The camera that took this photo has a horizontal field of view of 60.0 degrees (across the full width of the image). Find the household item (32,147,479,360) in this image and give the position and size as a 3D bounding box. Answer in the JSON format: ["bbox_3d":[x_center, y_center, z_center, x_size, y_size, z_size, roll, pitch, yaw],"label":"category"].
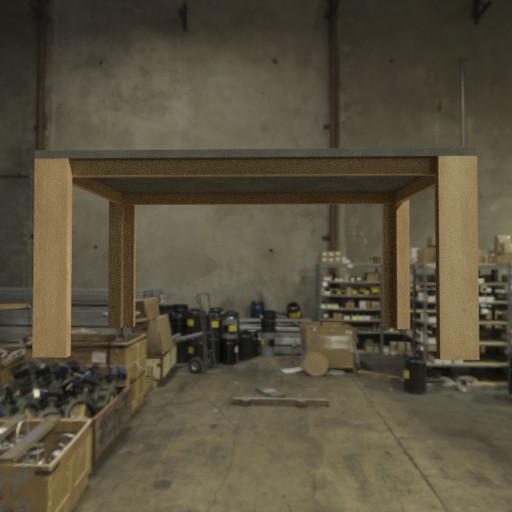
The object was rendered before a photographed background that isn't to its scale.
[{"bbox_3d":[0.000,0.000,2.019,1.600,0.755,0.850,0,-1,2],"label":"household item"}]
